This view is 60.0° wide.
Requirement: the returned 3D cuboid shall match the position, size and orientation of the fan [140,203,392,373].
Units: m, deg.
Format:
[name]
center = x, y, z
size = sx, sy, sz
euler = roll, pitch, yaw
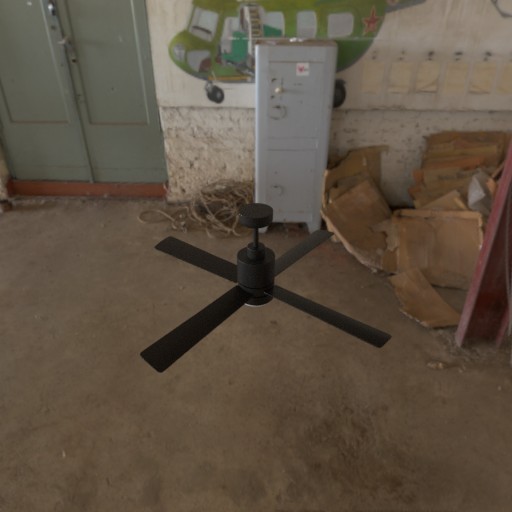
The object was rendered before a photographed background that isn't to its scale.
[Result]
[fan]
center = 0.000, 0.000, 2.343
size = 1.525, 0.534, 1.525
euler = 22, 38, 32
